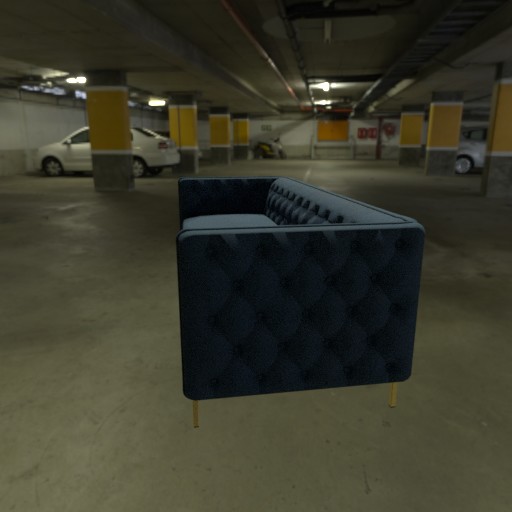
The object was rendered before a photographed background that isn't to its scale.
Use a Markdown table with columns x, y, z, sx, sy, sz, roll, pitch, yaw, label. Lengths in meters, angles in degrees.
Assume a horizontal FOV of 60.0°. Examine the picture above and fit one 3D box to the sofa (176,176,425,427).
| x | y | z | sx | sy | sz | roll | pitch | yaw | label |
| --- | --- | --- | --- | --- | --- | --- | --- | --- | --- |
| 0.000 | 0.000 | 2.625 | 0.895 | 0.771 | 2.209 | -2 | 15 | -9 | sofa |
